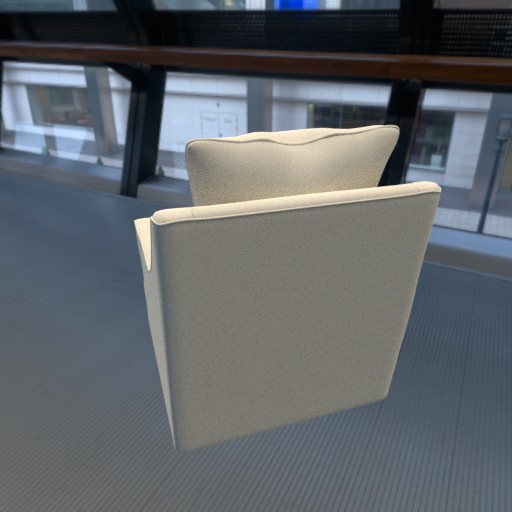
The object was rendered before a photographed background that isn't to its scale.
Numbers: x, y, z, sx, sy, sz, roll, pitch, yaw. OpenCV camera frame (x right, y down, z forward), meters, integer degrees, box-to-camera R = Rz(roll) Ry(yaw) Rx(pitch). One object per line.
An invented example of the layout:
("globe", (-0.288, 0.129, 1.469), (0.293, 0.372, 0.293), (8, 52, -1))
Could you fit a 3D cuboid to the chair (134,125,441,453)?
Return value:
("chair", (0.000, 0.000, 1.545), (0.756, 0.965, 0.876), (-8, 27, -17))
